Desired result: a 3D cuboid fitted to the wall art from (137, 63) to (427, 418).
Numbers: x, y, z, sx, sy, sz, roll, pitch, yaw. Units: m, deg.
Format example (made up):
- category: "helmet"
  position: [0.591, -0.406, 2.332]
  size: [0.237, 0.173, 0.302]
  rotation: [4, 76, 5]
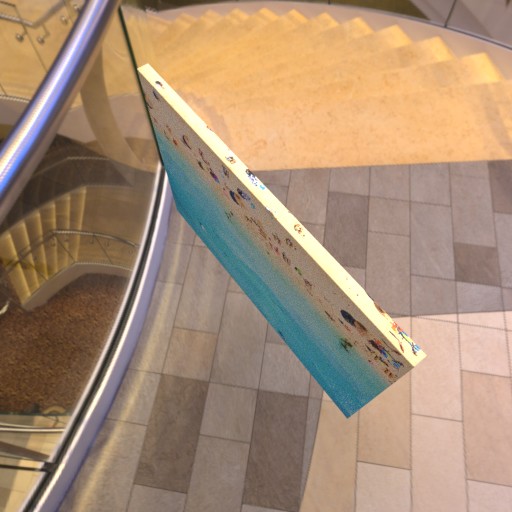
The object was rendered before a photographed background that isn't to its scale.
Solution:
- category: "wall art"
  position: [0.000, 0.000, 1.477]
  size: [0.040, 0.769, 1.136]
  rotation: [-34, 67, -16]
